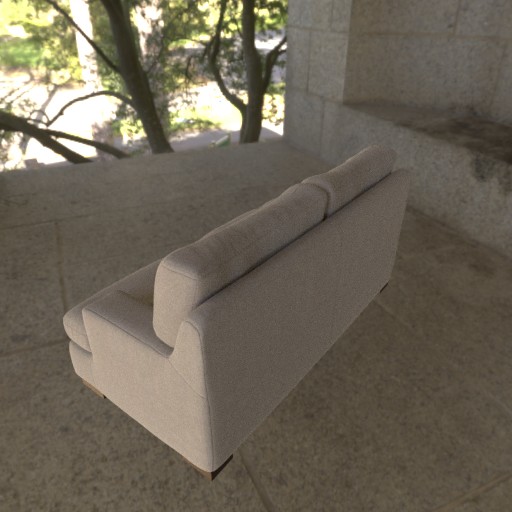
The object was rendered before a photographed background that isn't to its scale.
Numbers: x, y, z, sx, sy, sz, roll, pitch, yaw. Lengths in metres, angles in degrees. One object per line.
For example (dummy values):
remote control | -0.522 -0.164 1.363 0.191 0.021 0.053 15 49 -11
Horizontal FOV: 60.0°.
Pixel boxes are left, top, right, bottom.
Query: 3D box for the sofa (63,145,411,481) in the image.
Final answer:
sofa | 0.000 0.000 2.407 0.962 0.980 1.855 21 36 31
